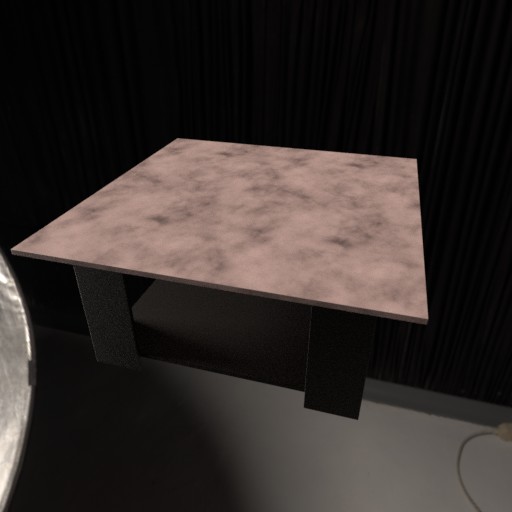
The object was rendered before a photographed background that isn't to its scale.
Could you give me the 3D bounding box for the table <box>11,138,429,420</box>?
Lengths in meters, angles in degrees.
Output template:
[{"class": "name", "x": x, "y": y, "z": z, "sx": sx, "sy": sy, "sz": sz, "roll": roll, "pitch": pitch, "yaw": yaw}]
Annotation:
[{"class": "table", "x": 0.000, "y": 0.000, "z": 1.023, "sx": 0.670, "sy": 0.305, "sz": 0.670, "roll": 8, "pitch": 32, "yaw": 14}]
